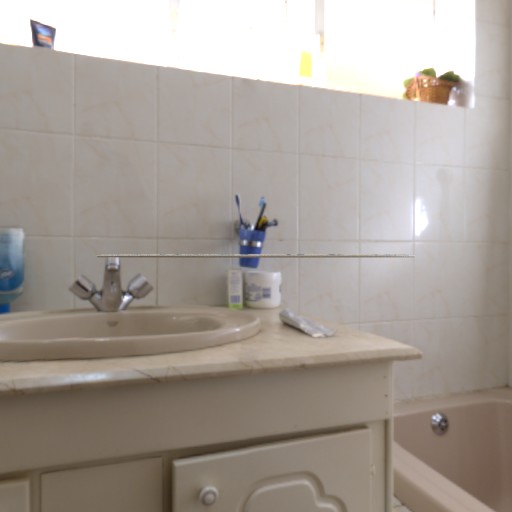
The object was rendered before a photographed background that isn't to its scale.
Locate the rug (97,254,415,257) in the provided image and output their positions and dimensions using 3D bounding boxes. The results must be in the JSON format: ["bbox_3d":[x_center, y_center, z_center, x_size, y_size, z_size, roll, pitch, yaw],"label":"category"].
[{"bbox_3d":[0.000,0.000,2.357,1.593,0.012,1.593,0,0,0],"label":"rug"}]
